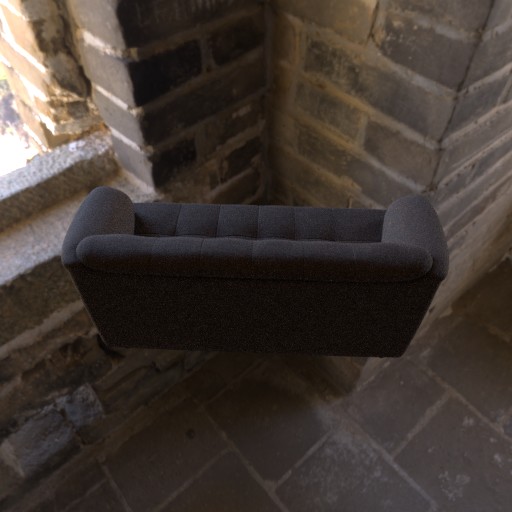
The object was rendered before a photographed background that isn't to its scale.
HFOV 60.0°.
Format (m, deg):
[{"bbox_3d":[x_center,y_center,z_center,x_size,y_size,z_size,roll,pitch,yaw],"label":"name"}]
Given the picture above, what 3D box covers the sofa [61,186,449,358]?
[{"bbox_3d":[0.000,0.000,2.339,1.849,0.790,0.887,2,46,2],"label":"sofa"}]
